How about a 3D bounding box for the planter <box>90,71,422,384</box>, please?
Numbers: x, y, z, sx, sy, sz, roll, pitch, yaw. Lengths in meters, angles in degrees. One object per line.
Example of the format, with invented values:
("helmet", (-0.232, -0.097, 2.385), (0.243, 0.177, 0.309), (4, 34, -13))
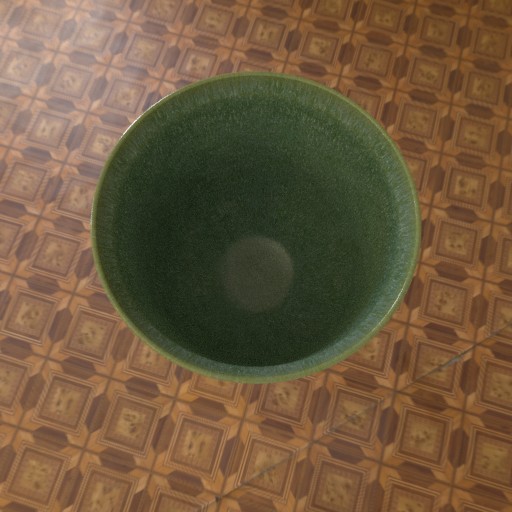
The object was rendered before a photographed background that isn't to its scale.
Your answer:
("planter", (0.000, 0.000, 0.485), (0.266, 0.270, 0.266), (0, 75, 0))
